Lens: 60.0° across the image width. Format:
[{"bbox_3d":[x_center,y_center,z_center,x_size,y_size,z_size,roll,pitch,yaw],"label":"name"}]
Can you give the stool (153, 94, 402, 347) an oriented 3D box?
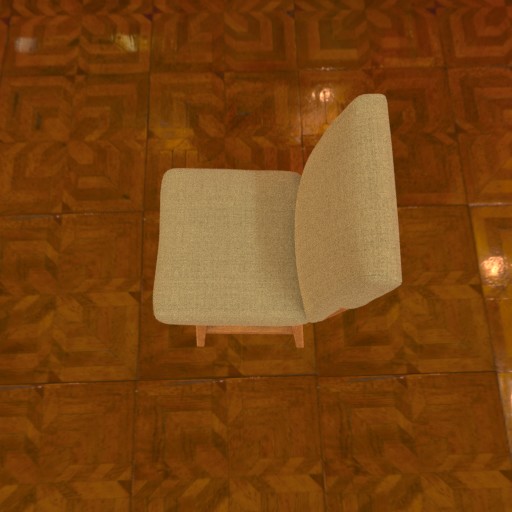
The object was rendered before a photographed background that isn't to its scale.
[{"bbox_3d":[0.000,0.000,1.405,0.569,1.106,0.483,1,74,0],"label":"stool"}]
